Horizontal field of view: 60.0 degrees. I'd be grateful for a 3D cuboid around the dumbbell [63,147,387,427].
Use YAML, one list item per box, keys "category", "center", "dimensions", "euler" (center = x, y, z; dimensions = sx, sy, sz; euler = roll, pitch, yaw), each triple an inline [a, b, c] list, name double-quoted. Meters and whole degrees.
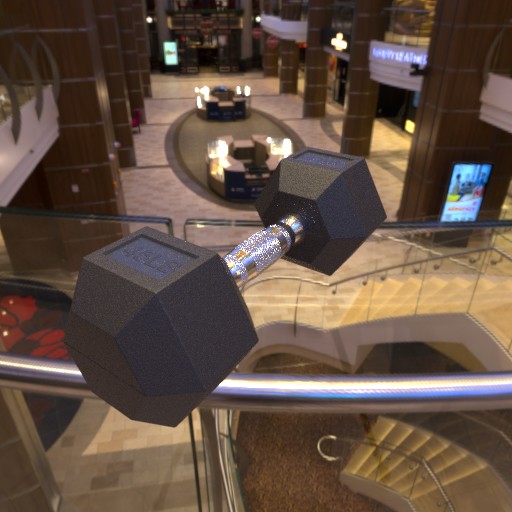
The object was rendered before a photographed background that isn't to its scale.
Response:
- category: "dumbbell"
  center: [0.000, 0.000, 0.421]
  dimensions: [0.141, 0.123, 0.356]
  euler: [20, 36, 30]
